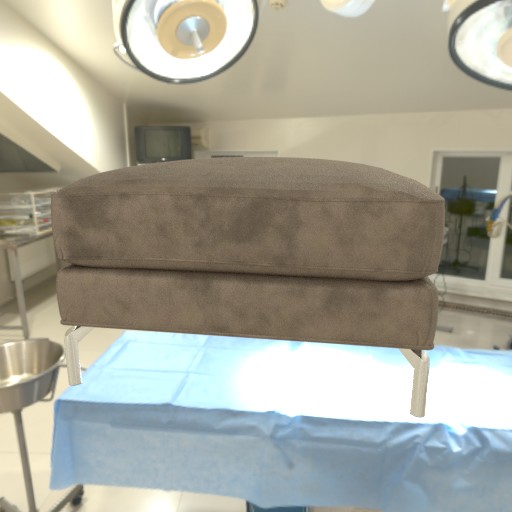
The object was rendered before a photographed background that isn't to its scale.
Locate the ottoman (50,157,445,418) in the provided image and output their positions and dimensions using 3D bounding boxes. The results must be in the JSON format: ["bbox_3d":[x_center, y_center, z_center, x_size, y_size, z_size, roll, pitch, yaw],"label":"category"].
[{"bbox_3d":[0.000,0.000,1.045,0.719,0.456,0.520,2,14,9],"label":"ottoman"}]
